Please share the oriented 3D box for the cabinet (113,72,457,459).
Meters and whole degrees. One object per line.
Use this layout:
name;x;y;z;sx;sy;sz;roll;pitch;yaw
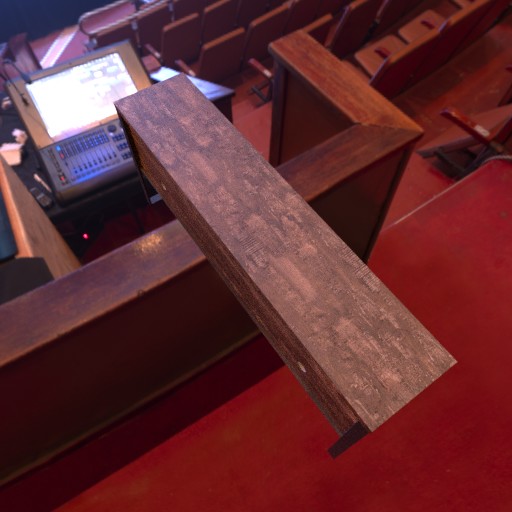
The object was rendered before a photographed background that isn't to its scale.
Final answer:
cabinet;0.000;0.000;2.116;0.395;0.762;1.800;-31;64;-17
